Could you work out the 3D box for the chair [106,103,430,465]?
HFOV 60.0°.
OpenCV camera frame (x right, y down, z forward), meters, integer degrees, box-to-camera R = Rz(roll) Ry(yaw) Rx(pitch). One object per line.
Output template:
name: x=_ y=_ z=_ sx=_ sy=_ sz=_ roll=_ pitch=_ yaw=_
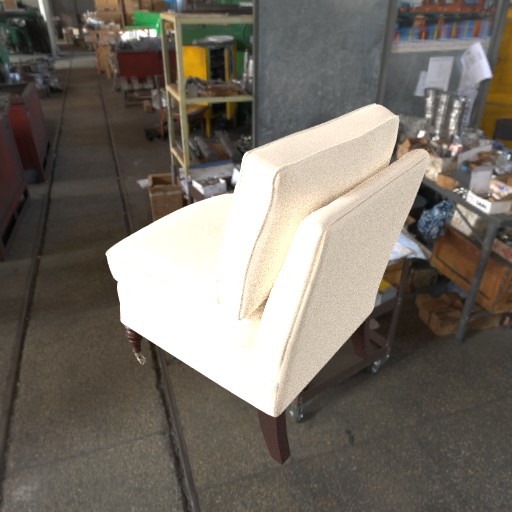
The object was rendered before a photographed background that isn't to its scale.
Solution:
chair: x=0.000 y=0.000 z=1.393 sx=0.781 sy=0.887 sz=0.630 roll=21 pitch=37 yaw=32
